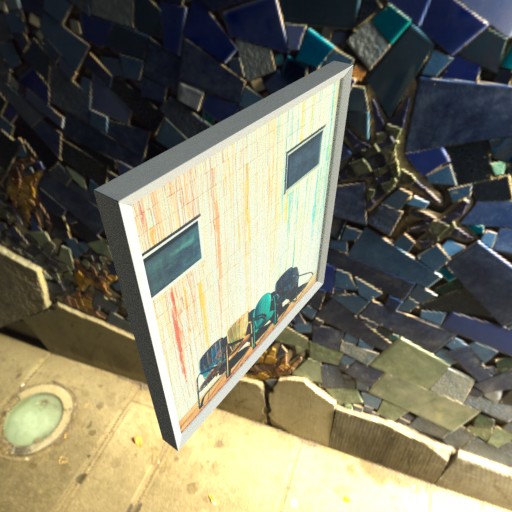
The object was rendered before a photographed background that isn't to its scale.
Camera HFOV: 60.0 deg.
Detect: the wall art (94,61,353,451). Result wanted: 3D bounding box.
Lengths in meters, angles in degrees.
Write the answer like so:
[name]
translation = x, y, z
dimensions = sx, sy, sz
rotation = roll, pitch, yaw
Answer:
[wall art]
translation = 0.000, 0.000, 0.757
dimensions = 0.037, 0.508, 0.508
rotation = 25, 46, 26
